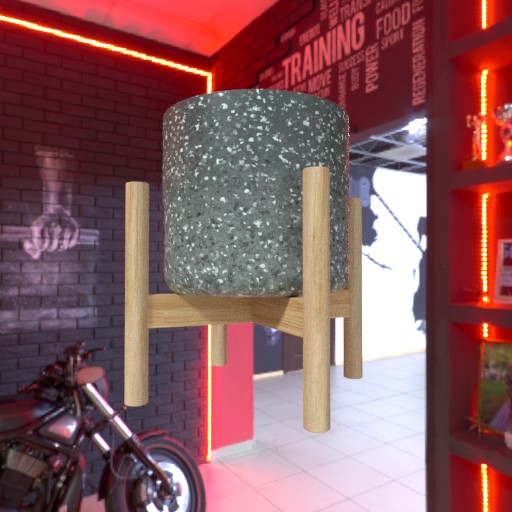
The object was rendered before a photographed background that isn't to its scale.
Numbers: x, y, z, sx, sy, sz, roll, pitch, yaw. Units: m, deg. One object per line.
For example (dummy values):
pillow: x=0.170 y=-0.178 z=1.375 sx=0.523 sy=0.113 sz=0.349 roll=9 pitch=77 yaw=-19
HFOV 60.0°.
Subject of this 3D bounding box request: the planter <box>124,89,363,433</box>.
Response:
planter: x=0.000 y=0.000 z=0.538 sx=0.284 sy=0.320 sz=0.284 roll=0 pitch=-1 yaw=-1
